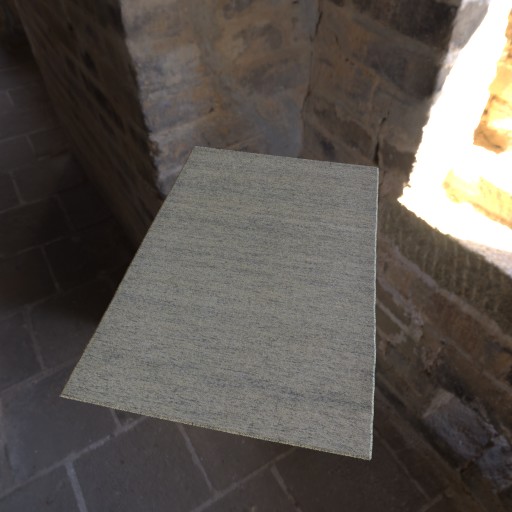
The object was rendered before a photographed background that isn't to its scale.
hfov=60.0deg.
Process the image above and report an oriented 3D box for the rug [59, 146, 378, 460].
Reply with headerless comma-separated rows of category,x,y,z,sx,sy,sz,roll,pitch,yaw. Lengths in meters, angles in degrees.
rug,0.000,0.000,2.833,1.523,0.017,2.263,8,47,8
